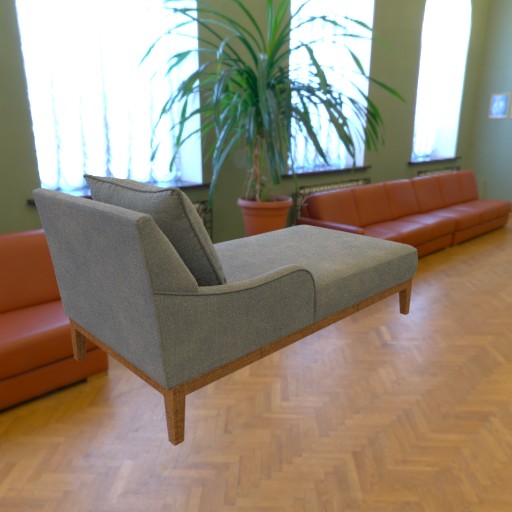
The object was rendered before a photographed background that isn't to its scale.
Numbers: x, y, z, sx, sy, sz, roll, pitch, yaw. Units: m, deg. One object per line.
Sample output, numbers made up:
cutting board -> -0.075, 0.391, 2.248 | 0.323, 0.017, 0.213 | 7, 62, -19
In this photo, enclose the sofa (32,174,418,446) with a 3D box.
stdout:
sofa -> 0.000, 0.000, 2.254 | 1.779, 0.883, 0.904 | -15, 22, -42
